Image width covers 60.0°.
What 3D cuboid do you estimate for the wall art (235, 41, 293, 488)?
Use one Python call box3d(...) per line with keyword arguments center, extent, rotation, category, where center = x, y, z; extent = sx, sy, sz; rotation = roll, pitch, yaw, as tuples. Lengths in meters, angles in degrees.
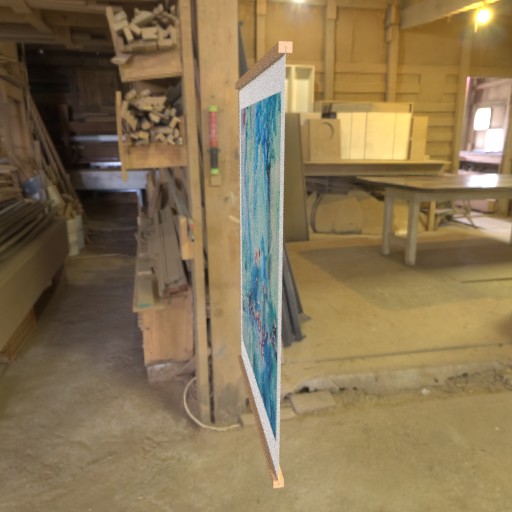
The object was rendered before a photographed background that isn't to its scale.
box3d(center=(0.000, 0.000, 1.915), extent=(0.040, 1.510, 0.991), rotation=(-3, 15, -9), category="wall art")
